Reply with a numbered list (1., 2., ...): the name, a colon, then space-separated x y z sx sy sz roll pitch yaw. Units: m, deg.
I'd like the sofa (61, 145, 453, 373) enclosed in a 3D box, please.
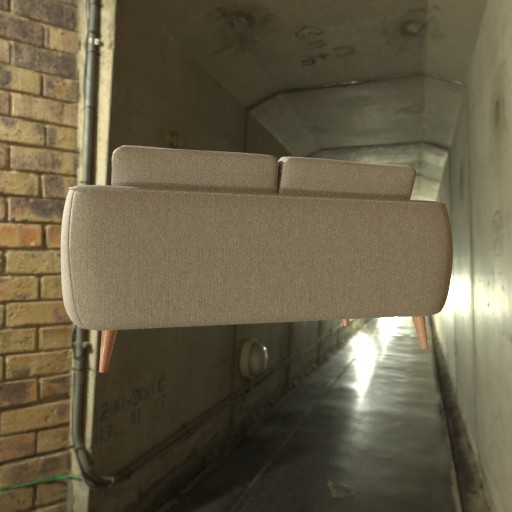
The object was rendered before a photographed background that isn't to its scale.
1. sofa: 0.000 0.000 2.174 1.700 0.850 0.920 0 0 -17
